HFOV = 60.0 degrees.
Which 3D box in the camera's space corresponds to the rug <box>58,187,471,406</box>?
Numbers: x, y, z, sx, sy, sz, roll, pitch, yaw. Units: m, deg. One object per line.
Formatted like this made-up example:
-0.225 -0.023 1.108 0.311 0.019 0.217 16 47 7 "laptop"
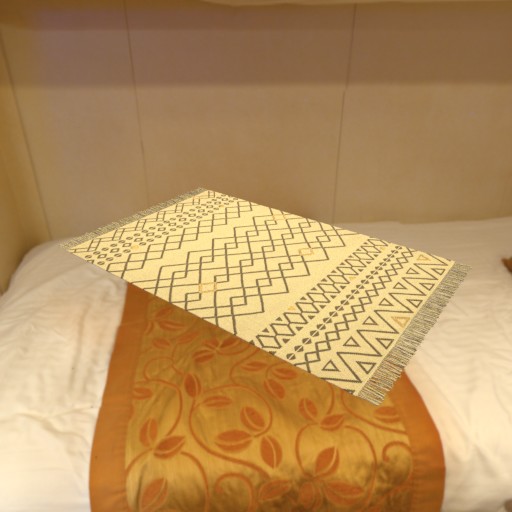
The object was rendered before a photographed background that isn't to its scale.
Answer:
0.000 0.000 3.059 2.472 0.035 1.495 20 35 32 "rug"
